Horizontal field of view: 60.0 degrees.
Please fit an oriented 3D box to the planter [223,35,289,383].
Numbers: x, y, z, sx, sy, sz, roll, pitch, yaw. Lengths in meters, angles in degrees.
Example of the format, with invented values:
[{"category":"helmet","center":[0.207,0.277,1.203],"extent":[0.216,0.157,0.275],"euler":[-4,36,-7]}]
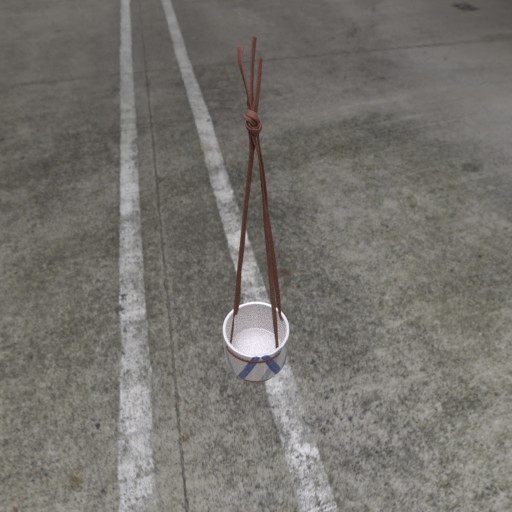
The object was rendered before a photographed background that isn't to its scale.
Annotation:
[{"category":"planter","center":[0.000,0.000,0.834],"extent":[0.153,0.753,0.157],"euler":[-10,47,-9]}]
